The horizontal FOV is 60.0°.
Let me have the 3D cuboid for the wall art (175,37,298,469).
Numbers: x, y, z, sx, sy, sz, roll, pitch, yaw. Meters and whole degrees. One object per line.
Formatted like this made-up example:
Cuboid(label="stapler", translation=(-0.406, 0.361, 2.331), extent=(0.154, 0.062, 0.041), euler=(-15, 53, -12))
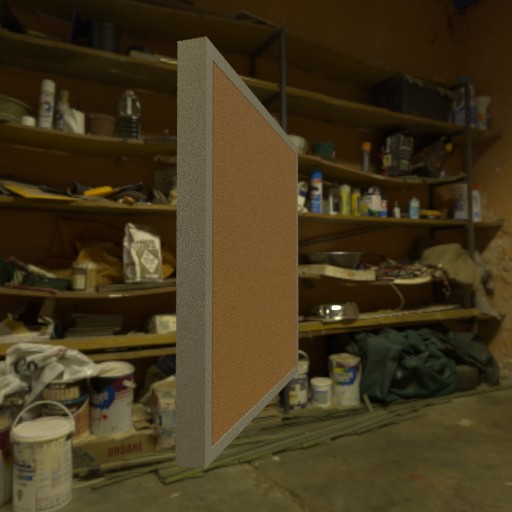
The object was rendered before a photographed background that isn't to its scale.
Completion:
Cuboid(label="wall art", translation=(0.000, 0.000, 0.764), extent=(0.038, 0.506, 0.506), euler=(-1, -2, 18))
